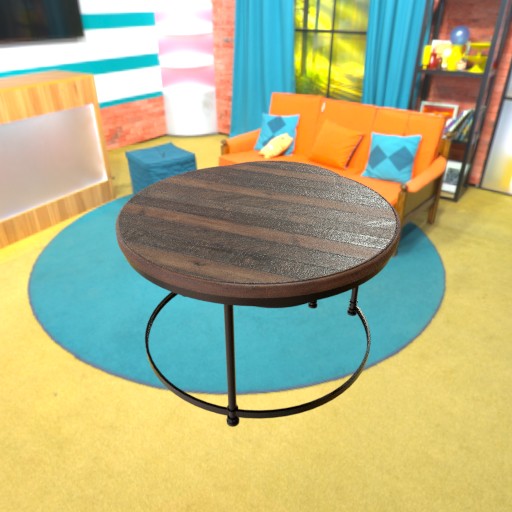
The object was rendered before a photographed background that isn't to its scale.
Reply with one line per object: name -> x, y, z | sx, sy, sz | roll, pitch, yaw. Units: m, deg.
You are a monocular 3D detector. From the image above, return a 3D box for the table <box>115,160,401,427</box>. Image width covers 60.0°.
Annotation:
table -> 0.000, 0.000, 1.648 | 0.870, 0.516, 1.152 | -1, 30, -2
